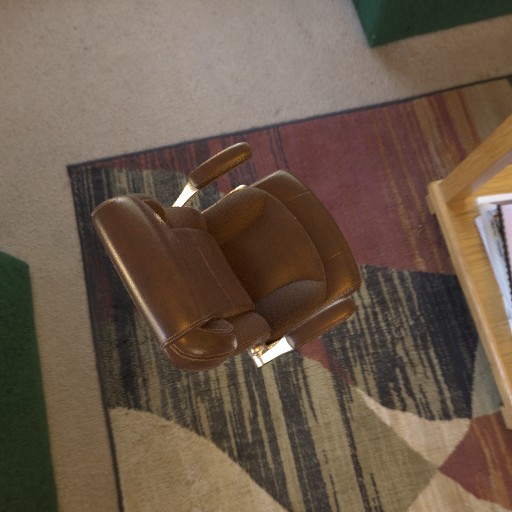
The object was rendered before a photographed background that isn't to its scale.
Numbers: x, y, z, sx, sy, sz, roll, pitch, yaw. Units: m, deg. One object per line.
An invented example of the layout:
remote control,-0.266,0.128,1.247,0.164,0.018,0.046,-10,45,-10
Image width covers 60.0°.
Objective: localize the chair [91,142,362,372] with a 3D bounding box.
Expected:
chair,0.000,0.000,1.644,0.774,1.160,0.733,-30,78,-7
